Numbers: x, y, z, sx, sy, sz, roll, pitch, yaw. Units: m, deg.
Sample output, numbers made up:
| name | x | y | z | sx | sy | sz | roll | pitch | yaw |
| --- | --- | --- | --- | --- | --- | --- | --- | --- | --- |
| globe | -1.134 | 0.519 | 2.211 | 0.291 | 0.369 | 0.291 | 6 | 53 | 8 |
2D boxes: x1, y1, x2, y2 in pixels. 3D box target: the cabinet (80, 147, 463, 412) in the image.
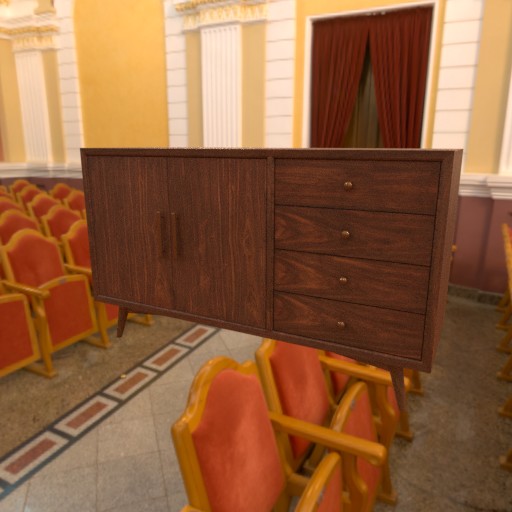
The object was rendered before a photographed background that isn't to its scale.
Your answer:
| name | x | y | z | sx | sy | sz | roll | pitch | yaw |
| --- | --- | --- | --- | --- | --- | --- | --- | --- | --- |
| cabinet | 0.000 | 0.000 | 1.991 | 1.575 | 0.940 | 0.505 | 7 | 16 | 26 |
